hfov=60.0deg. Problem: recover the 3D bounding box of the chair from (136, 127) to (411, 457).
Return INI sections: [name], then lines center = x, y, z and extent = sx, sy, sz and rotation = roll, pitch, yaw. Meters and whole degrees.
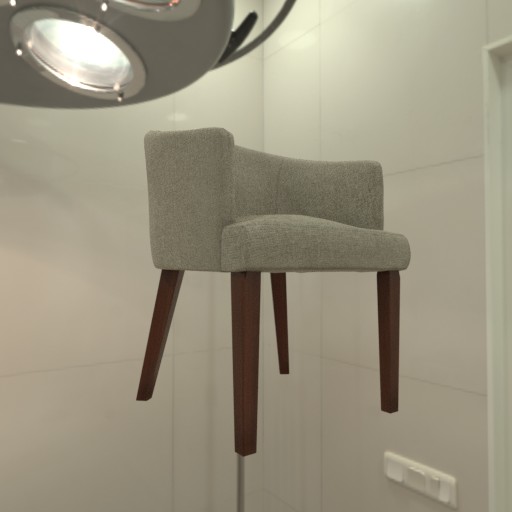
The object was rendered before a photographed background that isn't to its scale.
[chair]
center = 0.000, 0.000, 1.261
extent = 0.583, 0.811, 0.655
rotation = 1, -2, -36
